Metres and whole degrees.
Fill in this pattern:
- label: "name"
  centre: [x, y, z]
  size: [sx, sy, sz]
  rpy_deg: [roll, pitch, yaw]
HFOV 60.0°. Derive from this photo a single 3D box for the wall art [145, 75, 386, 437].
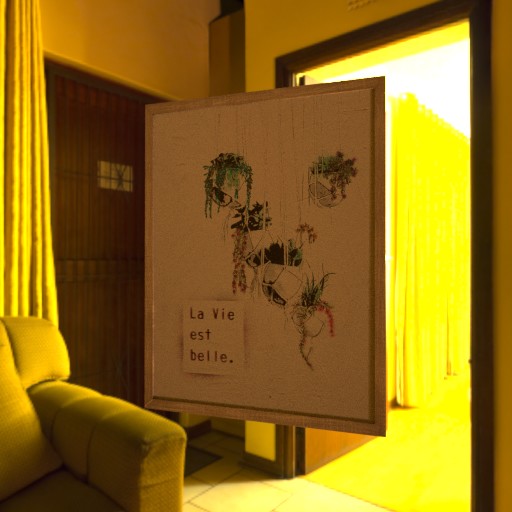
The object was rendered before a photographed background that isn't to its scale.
- label: "wall art"
  centre: [0.000, 0.000, 1.386]
  size: [0.781, 1.022, 0.035]
  rpy_deg: [0, 0, 18]
